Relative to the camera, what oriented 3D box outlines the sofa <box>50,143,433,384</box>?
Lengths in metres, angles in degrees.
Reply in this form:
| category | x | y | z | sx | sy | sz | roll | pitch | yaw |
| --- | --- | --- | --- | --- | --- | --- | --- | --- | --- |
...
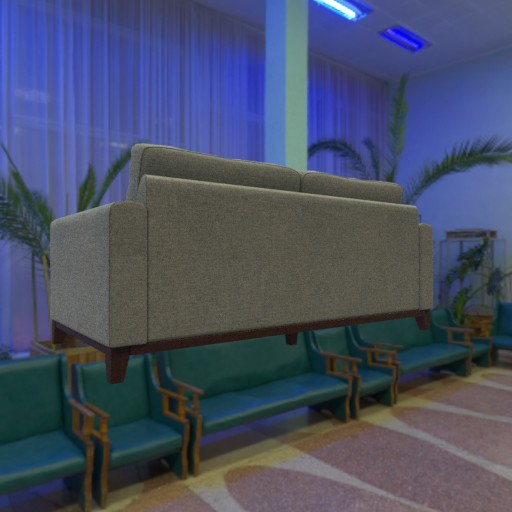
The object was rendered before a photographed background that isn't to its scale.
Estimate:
| category | x | y | z | sx | sy | sz | roll | pitch | yaw |
| --- | --- | --- | --- | --- | --- | --- | --- | --- | --- |
| sofa | 0.000 | 0.000 | 2.483 | 1.978 | 0.892 | 0.969 | 0 | 0 | -37 |
